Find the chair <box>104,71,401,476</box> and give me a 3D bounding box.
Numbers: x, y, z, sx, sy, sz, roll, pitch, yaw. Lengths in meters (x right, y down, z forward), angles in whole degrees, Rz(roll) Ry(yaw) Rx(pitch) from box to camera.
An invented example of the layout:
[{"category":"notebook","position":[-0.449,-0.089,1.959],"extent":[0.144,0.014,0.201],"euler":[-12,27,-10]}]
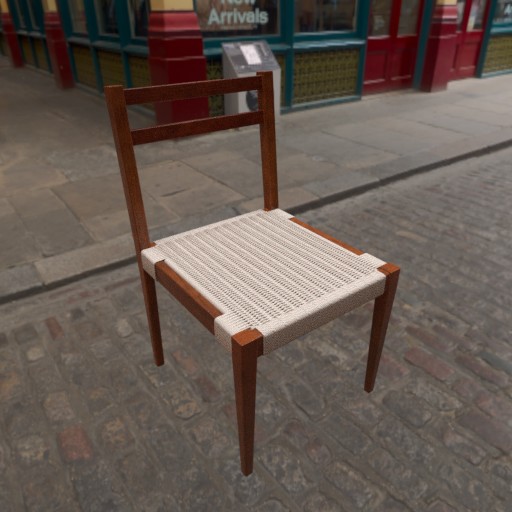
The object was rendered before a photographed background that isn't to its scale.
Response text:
[{"category":"chair","position":[0.000,0.000,1.199],"extent":[0.495,0.851,0.569],"euler":[-20,35,-31]}]
